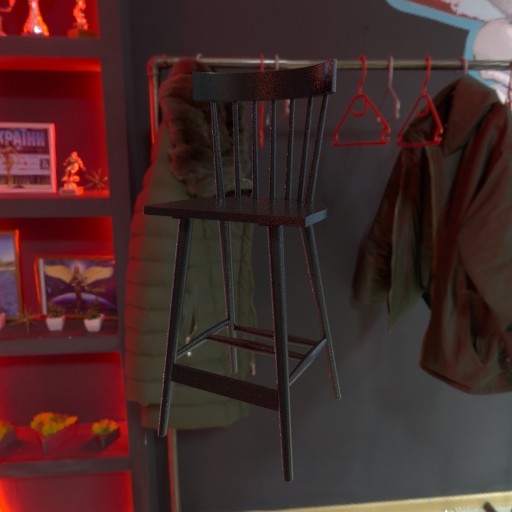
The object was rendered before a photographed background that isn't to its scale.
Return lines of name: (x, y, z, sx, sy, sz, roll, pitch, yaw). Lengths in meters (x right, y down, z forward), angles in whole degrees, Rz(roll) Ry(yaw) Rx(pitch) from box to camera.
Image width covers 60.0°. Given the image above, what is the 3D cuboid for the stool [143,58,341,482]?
stool: (0.000, 0.000, 1.359, 0.482, 1.092, 0.483, 7, 15, 26)
